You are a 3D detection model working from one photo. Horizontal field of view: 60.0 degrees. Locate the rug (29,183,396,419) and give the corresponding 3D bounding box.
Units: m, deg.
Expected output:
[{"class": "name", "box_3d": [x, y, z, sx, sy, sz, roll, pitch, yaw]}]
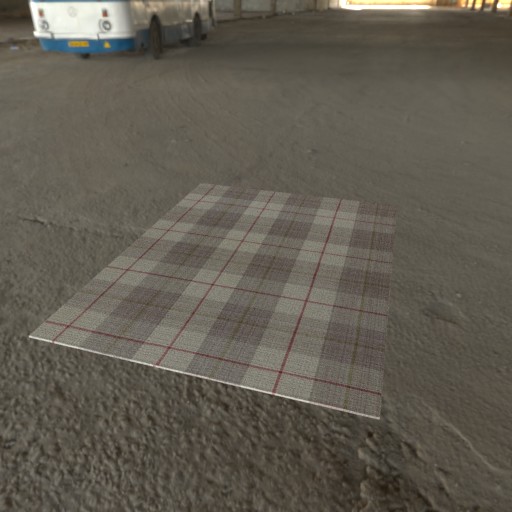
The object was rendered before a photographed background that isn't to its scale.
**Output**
[{"class": "rug", "box_3d": [0.000, 0.000, 3.934, 2.317, 0.016, 2.959, 9, 32, 15]}]
